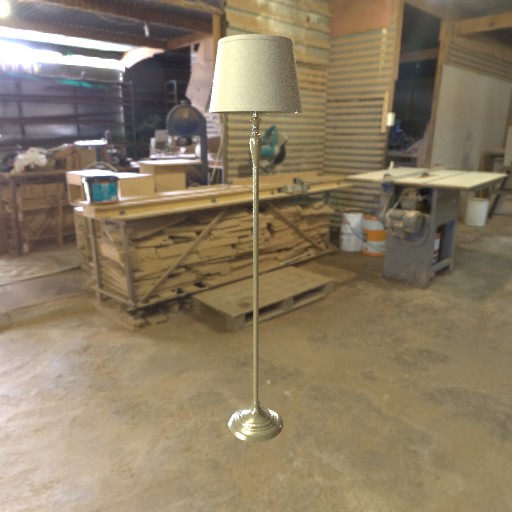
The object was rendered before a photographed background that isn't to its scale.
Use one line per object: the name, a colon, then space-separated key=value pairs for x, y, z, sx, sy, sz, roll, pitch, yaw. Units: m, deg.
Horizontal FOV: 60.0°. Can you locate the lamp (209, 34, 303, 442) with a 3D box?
lamp: x=0.000 y=0.000 z=1.706 sx=0.327 sy=1.506 sz=0.327 roll=15 pitch=22 yaw=43
